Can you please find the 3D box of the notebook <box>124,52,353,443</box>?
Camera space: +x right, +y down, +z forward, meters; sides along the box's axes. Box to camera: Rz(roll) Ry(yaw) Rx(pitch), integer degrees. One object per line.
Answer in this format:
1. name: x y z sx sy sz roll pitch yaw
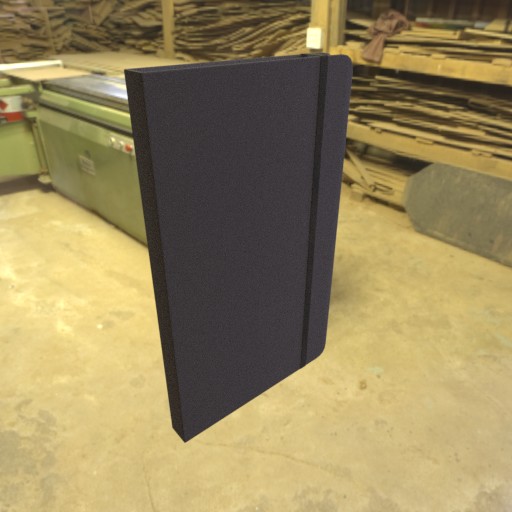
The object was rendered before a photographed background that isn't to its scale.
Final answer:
1. notebook: 0.000 0.000 0.261 0.127 0.213 0.016 -22 36 -34
